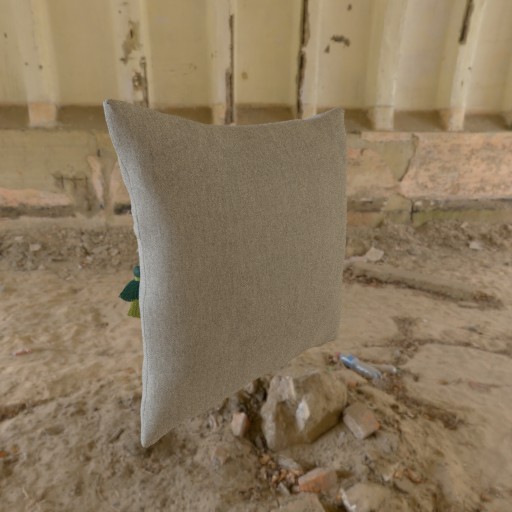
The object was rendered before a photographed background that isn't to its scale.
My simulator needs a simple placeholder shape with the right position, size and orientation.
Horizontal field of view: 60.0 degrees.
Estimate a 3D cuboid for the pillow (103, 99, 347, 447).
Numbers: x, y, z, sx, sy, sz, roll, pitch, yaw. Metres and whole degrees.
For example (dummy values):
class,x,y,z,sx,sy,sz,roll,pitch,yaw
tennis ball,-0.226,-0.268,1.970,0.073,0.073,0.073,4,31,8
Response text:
class,x,y,z,sx,sy,sz,roll,pitch,yaw
pillow,0.000,0.000,0.672,0.433,0.436,0.173,-16,23,-42
